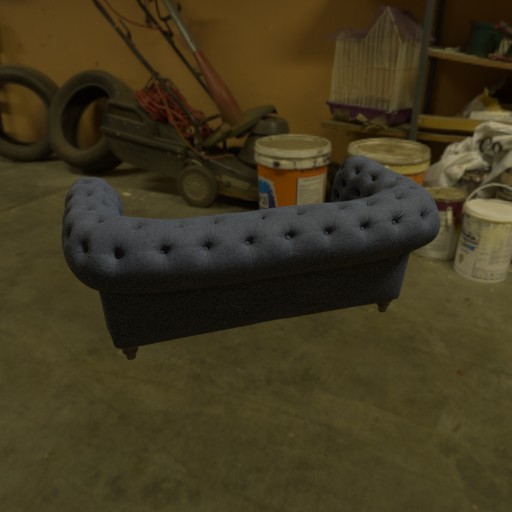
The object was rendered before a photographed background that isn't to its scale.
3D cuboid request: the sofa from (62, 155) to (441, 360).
[{"bbox_3d":[0.000,0.000,2.531,1.988,0.833,1.082,-8,27,-15],"label":"sofa"}]
